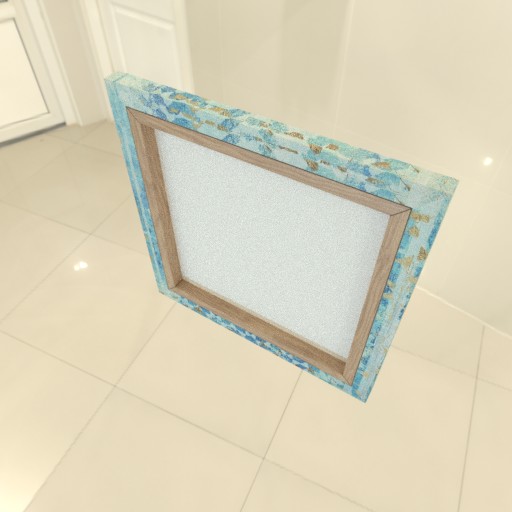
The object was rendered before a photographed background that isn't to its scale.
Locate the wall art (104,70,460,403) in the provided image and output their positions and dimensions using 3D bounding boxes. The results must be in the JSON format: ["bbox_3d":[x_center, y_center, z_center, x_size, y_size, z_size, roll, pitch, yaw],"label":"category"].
[{"bbox_3d":[0.000,0.000,0.905,0.609,0.609,0.040,25,52,21],"label":"wall art"}]
